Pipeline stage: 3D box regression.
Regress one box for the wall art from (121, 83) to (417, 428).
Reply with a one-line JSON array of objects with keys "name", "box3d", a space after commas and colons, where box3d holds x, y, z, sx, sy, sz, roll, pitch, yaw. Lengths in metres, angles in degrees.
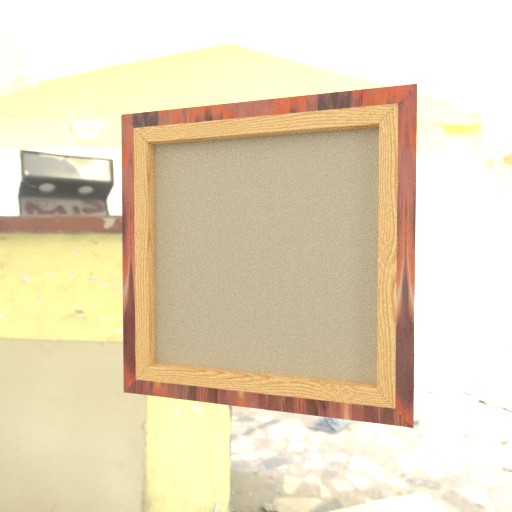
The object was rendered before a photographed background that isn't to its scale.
[{"name": "wall art", "box3d": [0.000, 0.000, 0.892, 0.603, 0.609, 0.037, 1, 2, 18]}]
